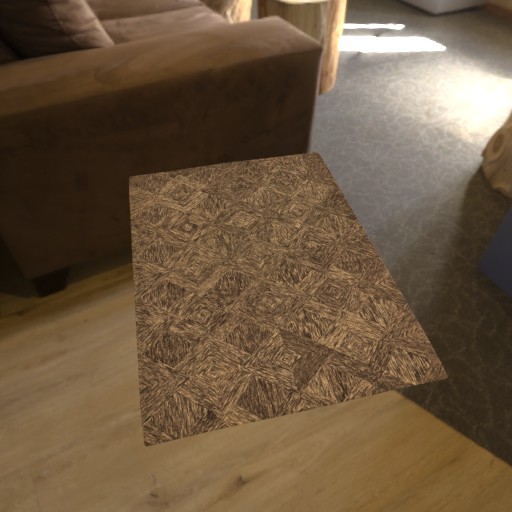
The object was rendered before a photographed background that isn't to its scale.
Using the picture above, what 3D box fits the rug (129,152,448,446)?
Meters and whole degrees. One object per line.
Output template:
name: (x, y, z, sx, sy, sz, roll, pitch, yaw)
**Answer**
rug: (0.000, 0.000, 5.514, 2.997, 0.020, 4.093, -9, 47, -9)
